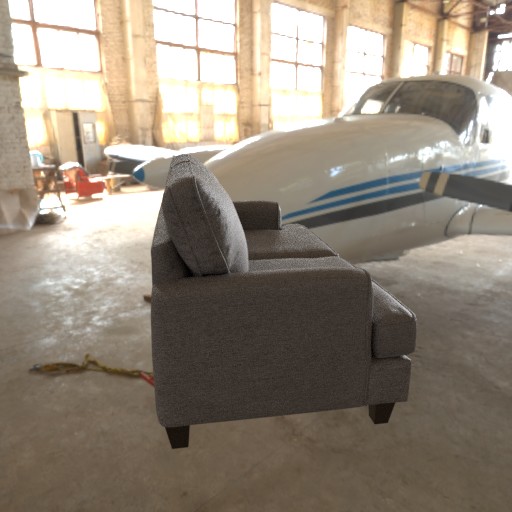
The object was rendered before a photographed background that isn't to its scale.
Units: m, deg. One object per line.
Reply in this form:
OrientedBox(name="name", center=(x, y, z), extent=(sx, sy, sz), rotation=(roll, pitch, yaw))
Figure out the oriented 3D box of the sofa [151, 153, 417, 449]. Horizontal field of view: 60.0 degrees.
OrientedBox(name="sofa", center=(0.000, 0.000, 2.258), extent=(0.965, 0.965, 1.651), rotation=(-3, 16, -9))
